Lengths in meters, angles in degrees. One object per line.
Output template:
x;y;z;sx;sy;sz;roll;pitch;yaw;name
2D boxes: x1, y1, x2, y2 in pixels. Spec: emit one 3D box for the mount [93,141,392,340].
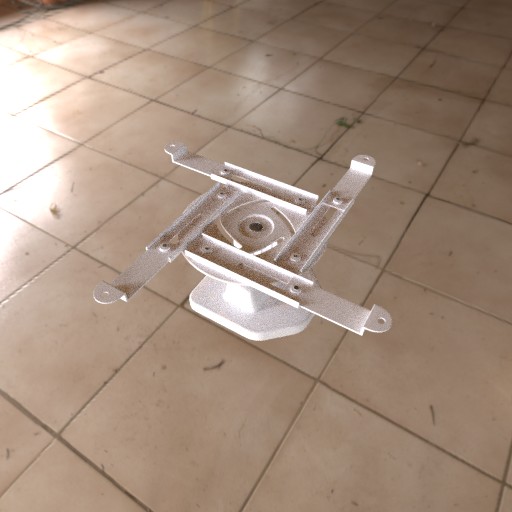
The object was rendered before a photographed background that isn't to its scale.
0.000;0.000;0.595;0.394;0.141;0.394;24;51;21;mount
